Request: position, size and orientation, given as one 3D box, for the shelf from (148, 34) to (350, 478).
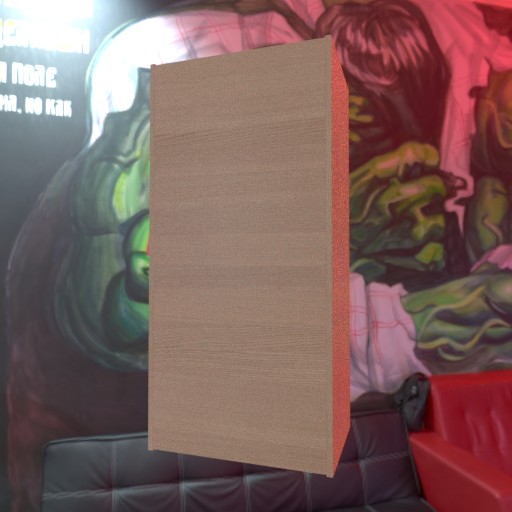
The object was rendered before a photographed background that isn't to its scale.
[{"bbox_3d":[0.000,0.000,1.080,0.417,0.876,0.292,0,-1,18],"label":"shelf"}]
